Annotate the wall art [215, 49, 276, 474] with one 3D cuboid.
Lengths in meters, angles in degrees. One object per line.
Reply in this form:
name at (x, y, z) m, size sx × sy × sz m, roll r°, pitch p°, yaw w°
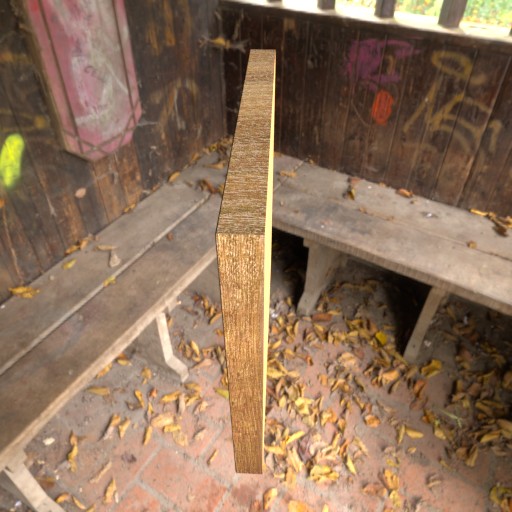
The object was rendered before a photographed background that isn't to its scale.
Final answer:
wall art at (0.000, 0.000, 0.596) m, size 0.039 × 0.403 × 0.406 m, roll 2°, pitch 42°, yaw 2°
